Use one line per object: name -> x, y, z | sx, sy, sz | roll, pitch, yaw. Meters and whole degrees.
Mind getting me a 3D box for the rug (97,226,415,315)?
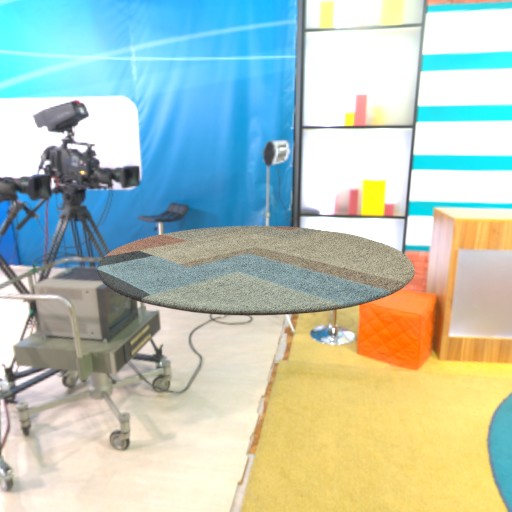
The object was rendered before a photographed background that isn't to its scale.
rug -> 0.000, 0.000, 3.630 | 2.461, 0.033, 2.461 | 0, 15, 0
